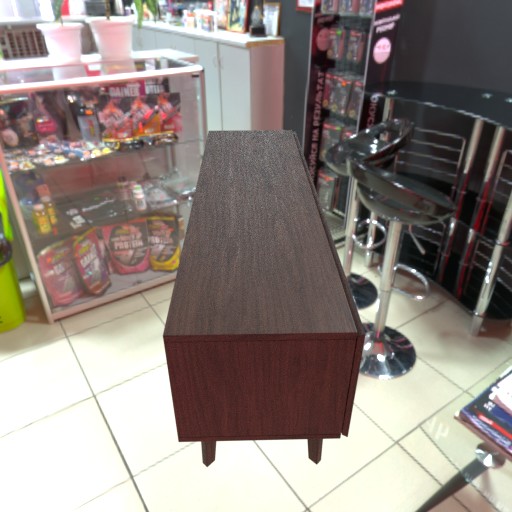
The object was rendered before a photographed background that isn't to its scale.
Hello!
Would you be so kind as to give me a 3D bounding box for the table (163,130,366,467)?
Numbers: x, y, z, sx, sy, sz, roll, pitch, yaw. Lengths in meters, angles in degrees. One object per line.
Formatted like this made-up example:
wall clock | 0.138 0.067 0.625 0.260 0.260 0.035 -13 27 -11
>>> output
table | 0.000 0.000 1.607 0.405 0.508 1.397 -1 32 -1
